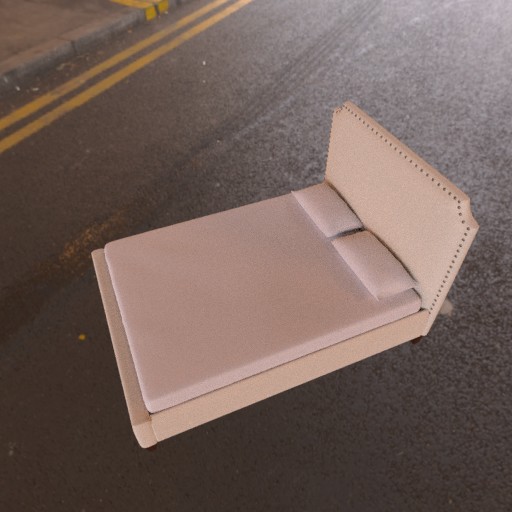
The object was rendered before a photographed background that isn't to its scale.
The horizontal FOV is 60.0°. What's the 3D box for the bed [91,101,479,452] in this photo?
[{"bbox_3d":[0.000,0.000,3.404,2.372,1.443,1.712,-17,48,-16],"label":"bed"}]
